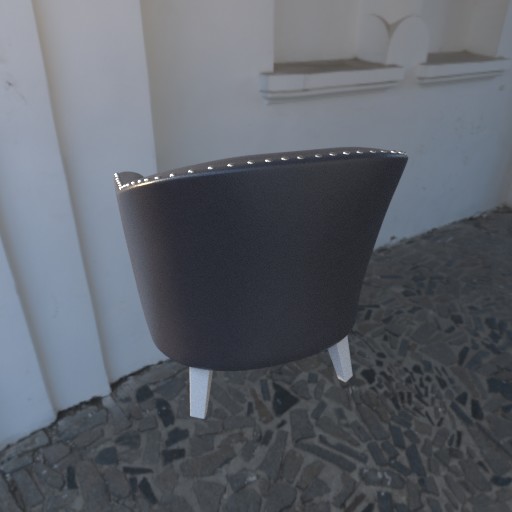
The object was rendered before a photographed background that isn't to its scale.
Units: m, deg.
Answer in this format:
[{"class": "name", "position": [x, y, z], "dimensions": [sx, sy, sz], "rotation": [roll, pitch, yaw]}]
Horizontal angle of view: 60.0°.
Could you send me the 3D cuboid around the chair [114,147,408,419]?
[{"class": "chair", "position": [0.000, 0.000, 1.427], "dimensions": [0.794, 0.823, 0.748], "rotation": [-9, 28, -17]}]
